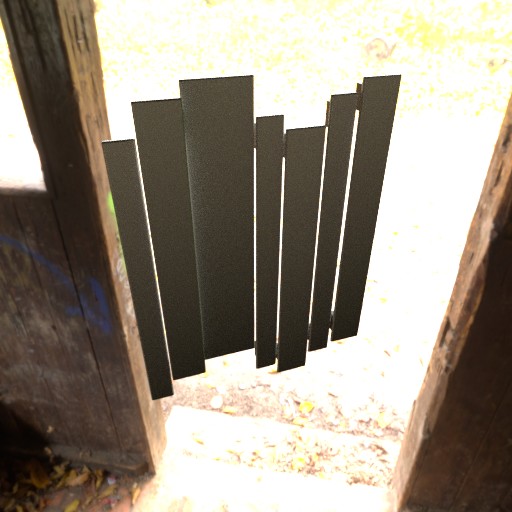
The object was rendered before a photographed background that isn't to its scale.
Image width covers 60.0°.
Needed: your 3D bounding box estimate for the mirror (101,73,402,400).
[{"bbox_3d":[0.000,0.000,0.791,0.445,0.611,0.058,-10,35,-15],"label":"mirror"}]
